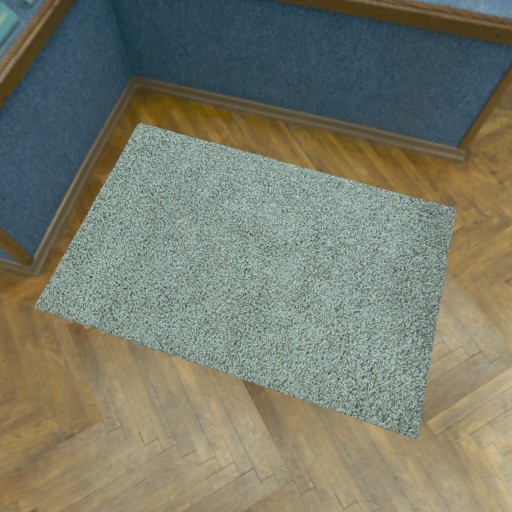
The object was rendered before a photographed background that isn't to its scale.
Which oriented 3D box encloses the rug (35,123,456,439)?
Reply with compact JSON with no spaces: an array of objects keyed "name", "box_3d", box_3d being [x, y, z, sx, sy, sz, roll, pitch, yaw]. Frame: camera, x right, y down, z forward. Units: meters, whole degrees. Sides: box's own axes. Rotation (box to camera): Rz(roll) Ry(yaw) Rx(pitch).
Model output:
[{"name":"rug","box_3d":[0.000,0.000,3.330,2.743,0.030,1.778,17,66,8]}]
